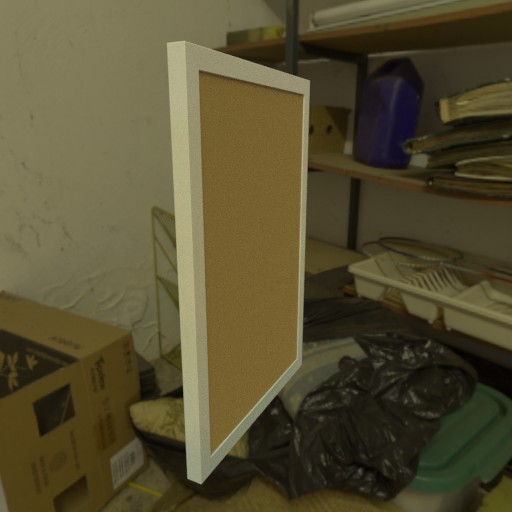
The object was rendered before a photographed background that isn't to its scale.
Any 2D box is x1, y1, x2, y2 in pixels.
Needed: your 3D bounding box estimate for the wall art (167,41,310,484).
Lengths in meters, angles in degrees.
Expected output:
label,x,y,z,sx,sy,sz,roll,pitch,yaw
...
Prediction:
label,x,y,z,sx,sy,sz,roll,pitch,yaw
wall art,0.000,0.000,1.151,0.039,0.915,0.612,8,17,26
